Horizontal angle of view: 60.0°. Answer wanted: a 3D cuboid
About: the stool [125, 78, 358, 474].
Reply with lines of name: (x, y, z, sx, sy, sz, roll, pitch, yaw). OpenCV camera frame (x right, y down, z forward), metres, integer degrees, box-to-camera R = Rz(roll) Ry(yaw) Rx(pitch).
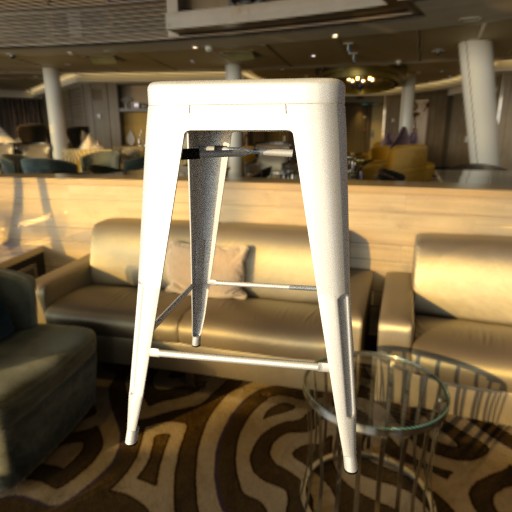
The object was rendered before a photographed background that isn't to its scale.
stool: (0.000, 0.000, 0.861, 0.406, 0.610, 0.406, 3, 16, 10)
